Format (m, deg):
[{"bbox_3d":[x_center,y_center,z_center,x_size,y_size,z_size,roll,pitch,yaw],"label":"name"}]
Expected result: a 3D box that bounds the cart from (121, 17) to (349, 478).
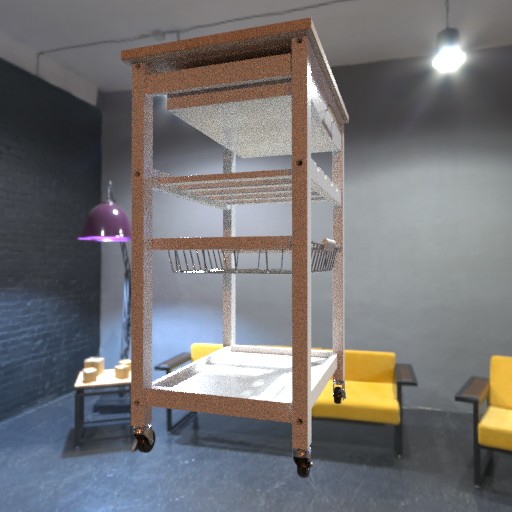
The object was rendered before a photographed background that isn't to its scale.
[{"bbox_3d":[0.000,0.000,1.135,0.406,0.857,0.578,0,-1,18],"label":"cart"}]
